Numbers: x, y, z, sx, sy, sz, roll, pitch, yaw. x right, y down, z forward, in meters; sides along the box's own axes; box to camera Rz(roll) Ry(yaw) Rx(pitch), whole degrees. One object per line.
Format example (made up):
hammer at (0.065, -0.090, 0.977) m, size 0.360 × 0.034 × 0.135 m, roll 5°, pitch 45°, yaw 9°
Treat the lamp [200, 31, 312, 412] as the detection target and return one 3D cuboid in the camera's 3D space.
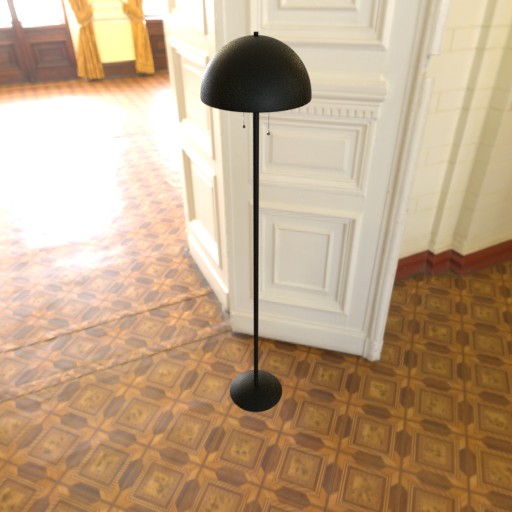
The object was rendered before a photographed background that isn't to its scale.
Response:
lamp at (0.000, 0.000, 1.627) m, size 0.328 × 1.480 × 0.328 m, roll 11°, pitch 35°, yaw 16°
